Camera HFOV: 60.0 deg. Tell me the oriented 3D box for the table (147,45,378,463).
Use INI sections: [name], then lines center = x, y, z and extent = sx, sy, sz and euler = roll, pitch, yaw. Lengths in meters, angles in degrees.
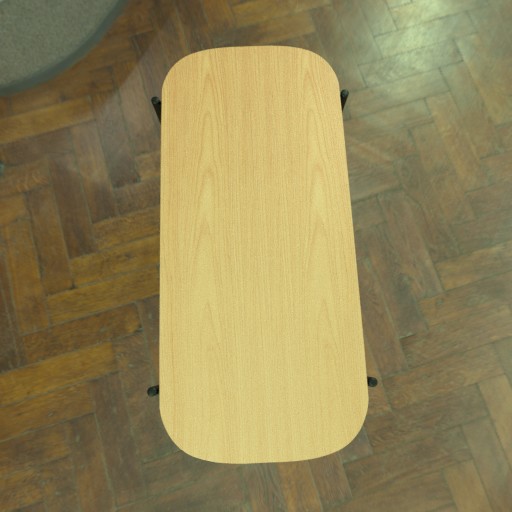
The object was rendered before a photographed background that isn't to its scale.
[table]
center = 0.000, 0.000, 1.023
extent = 0.400, 0.400, 0.800
euler = -2, 77, -1
